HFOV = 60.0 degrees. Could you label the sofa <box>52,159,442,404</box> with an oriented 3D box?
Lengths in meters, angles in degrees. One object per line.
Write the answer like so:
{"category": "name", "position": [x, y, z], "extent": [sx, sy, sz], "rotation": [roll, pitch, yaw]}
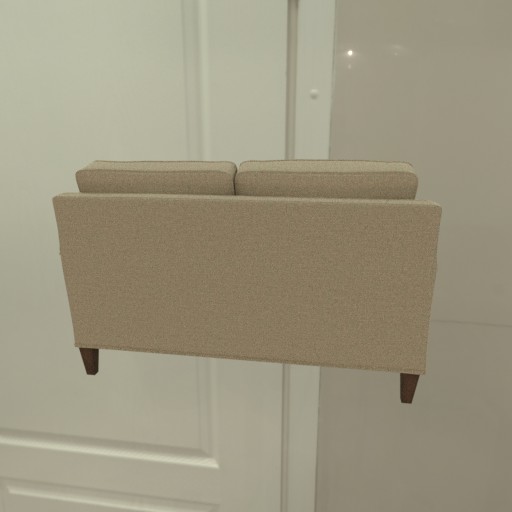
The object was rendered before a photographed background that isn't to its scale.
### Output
{"category": "sofa", "position": [0.000, 0.000, 2.263], "extent": [1.597, 1.003, 1.084], "rotation": [2, 15, 9]}
